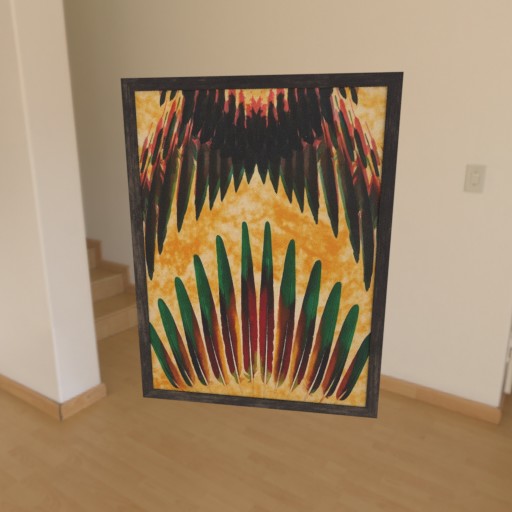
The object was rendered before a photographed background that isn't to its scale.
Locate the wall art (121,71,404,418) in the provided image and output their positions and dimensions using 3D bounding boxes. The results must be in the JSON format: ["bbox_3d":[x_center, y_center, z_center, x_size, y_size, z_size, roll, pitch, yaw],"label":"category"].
[{"bbox_3d":[0.000,0.000,1.403,0.812,1.066,0.029,2,14,9],"label":"wall art"}]
